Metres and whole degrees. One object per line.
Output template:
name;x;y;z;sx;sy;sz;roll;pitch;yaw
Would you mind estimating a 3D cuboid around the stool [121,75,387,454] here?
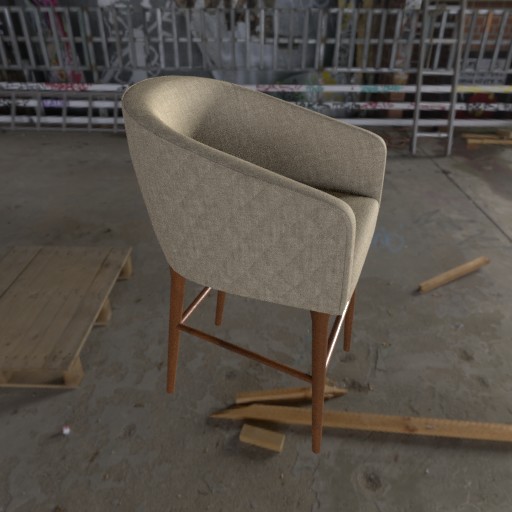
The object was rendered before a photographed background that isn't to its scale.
stool;0.000;0.000;1.317;0.635;0.952;0.559;11;33;18
